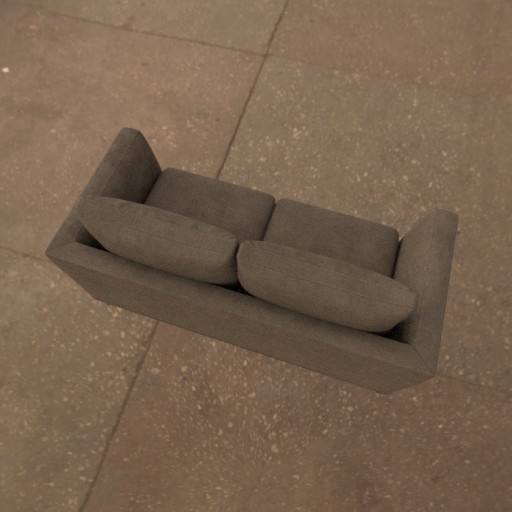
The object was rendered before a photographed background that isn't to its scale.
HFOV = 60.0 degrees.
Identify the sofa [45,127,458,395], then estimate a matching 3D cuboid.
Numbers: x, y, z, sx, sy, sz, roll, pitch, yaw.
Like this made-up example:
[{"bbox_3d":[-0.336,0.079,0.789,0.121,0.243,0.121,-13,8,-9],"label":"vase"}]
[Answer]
[{"bbox_3d":[0.000,0.000,2.331,1.832,1.013,0.855,16,63,8],"label":"sofa"}]
